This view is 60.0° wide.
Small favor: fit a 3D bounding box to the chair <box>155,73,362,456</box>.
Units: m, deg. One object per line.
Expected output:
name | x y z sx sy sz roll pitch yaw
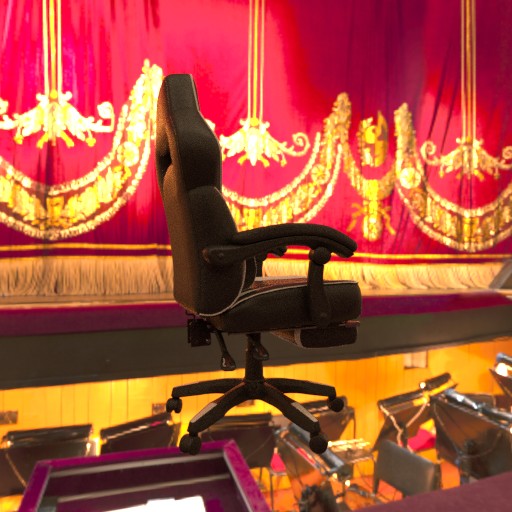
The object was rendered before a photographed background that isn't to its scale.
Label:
chair | 0.000 0.000 1.620 0.700 1.200 0.676 0 0 -19
